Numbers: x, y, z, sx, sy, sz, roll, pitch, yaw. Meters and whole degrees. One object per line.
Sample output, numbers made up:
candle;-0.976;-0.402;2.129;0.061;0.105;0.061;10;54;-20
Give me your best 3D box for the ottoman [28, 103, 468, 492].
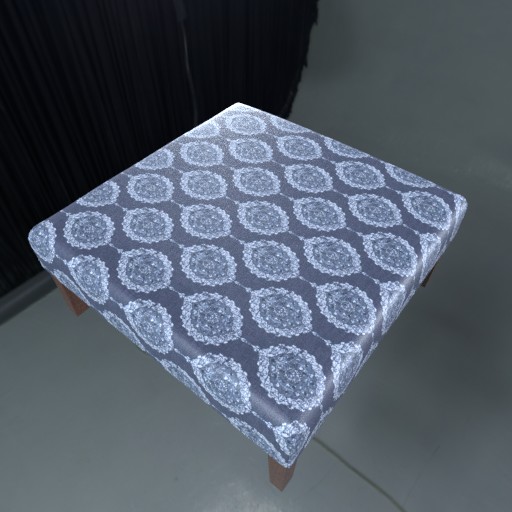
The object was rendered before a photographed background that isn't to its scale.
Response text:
ottoman;0.000;0.000;1.353;0.890;0.409;0.889;31;55;25
